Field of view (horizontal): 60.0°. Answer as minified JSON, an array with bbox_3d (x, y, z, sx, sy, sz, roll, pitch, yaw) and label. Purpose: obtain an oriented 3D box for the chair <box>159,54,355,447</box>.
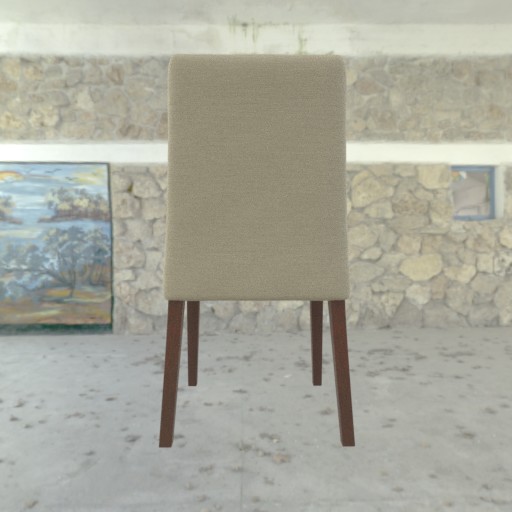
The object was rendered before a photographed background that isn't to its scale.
[{"bbox_3d":[0.000,0.000,1.312,0.515,0.940,0.638,0,1,-1],"label":"chair"}]
